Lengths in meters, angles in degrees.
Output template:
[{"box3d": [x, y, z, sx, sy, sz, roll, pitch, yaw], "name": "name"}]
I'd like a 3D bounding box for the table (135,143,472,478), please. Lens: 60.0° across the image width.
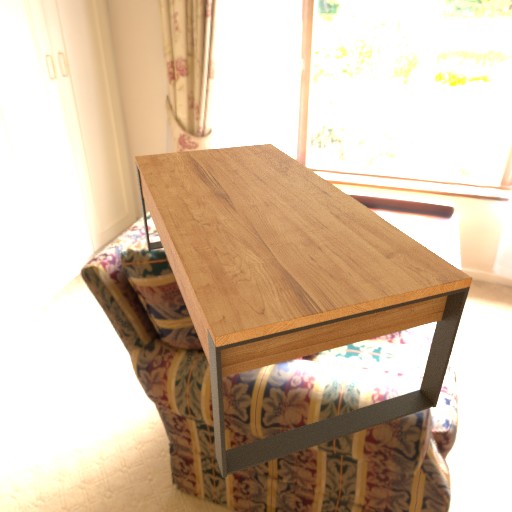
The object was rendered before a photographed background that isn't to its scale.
[{"box3d": [0.000, 0.000, 1.459, 0.590, 0.400, 1.180, -10, 31, -18], "name": "table"}]
